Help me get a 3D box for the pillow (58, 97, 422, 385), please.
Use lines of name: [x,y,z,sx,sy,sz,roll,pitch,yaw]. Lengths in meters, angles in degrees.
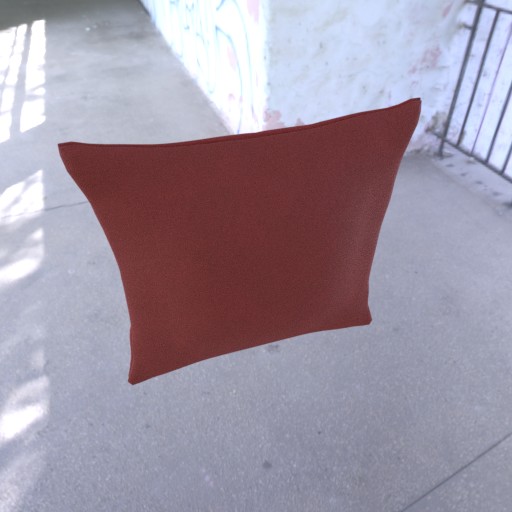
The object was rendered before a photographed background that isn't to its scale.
pillow: [0.000,0.000,0.638,0.435,0.416,0.151,-12,42,-13]
